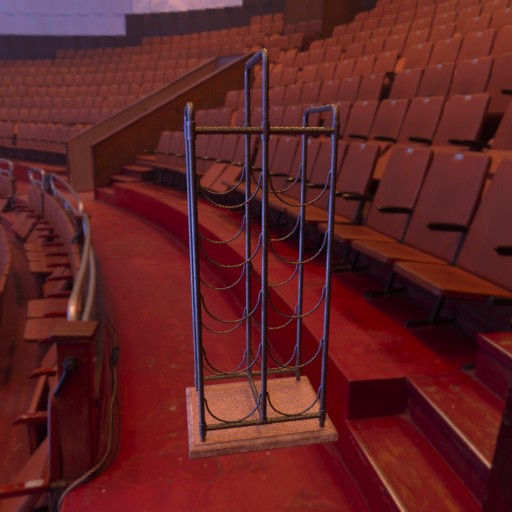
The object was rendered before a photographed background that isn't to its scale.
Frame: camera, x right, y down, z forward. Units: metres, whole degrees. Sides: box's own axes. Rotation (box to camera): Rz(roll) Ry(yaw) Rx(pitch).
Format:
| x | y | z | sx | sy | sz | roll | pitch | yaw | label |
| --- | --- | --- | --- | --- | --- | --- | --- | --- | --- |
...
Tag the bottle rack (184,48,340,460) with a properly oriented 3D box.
| x | y | z | sx | sy | sz | roll | pitch | yaw | label |
| --- | --- | --- | --- | --- | --- | --- | --- | --- | --- |
| 0.000 | 0.000 | 0.814 | 0.276 | 0.680 | 0.208 | -3 | 16 | -10 | bottle rack |
